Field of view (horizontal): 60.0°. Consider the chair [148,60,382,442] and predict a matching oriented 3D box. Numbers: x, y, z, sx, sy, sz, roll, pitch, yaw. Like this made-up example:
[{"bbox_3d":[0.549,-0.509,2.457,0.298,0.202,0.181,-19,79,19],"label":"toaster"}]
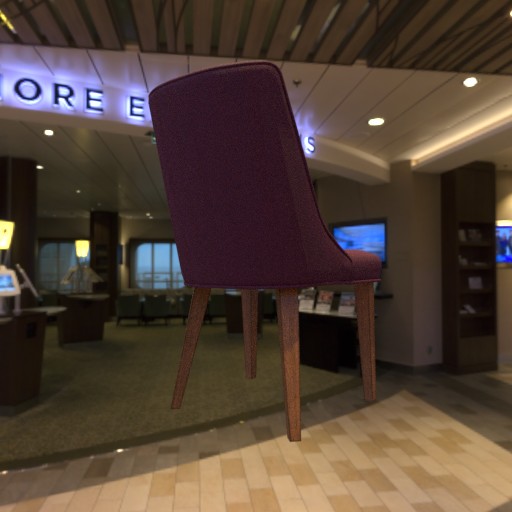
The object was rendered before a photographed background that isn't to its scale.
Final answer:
[{"bbox_3d":[0.000,0.000,1.330,0.548,0.916,0.638,-1,-2,36],"label":"chair"}]
